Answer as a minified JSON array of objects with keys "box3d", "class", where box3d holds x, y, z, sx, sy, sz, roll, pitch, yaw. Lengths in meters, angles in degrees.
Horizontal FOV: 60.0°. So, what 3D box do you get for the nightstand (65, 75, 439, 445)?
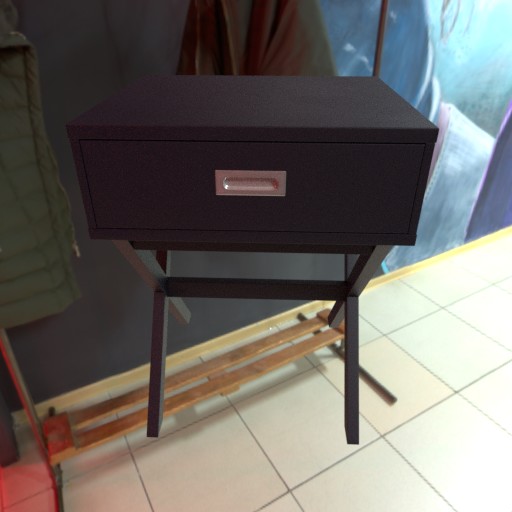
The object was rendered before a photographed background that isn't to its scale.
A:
[{"box3d":[0.000,0.000,0.896,0.479,0.623,0.402,1,31,2],"class":"nightstand"}]
